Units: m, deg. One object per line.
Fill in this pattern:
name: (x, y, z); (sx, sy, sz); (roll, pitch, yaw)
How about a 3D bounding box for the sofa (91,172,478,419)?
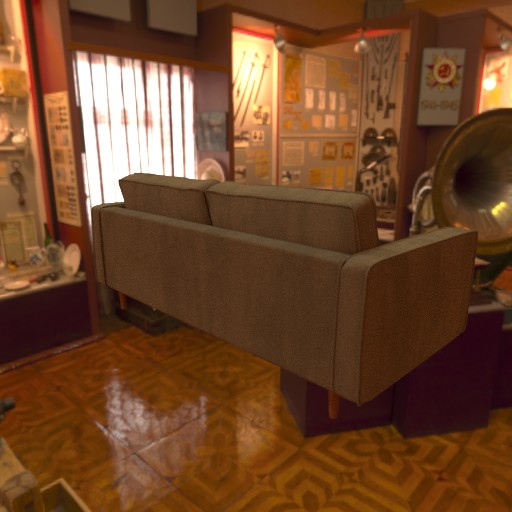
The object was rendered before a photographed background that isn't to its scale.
sofa: (0.000, 0.000, 2.342); (0.924, 0.825, 1.920); (-14, 20, -43)
